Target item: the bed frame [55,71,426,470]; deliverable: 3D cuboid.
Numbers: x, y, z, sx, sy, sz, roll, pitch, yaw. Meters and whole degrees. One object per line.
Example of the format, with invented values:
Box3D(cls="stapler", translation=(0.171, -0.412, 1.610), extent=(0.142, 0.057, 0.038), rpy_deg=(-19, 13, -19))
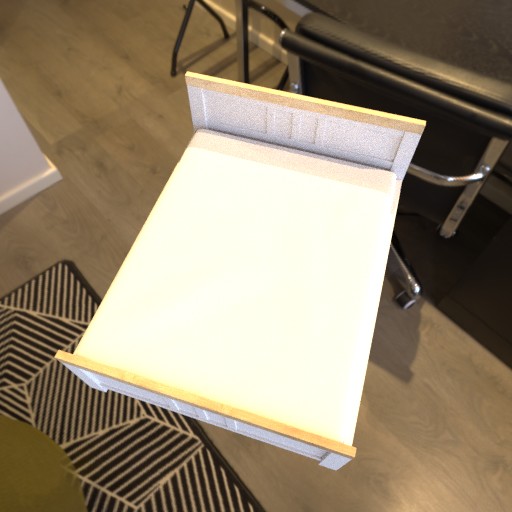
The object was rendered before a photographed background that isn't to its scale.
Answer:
Box3D(cls="bed frame", translation=(0.000, 0.000, 2.912), extent=(1.670, 0.980, 2.050), rpy_deg=(15, 60, 9))
